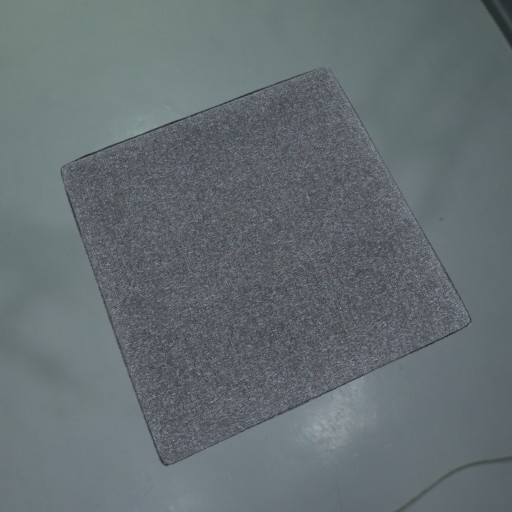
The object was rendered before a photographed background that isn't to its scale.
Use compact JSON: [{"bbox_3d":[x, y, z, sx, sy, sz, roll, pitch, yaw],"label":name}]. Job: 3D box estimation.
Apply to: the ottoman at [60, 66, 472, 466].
[{"bbox_3d":[0.000,0.000,1.556,1.017,0.423,1.021,-22,76,-6],"label":"ottoman"}]
